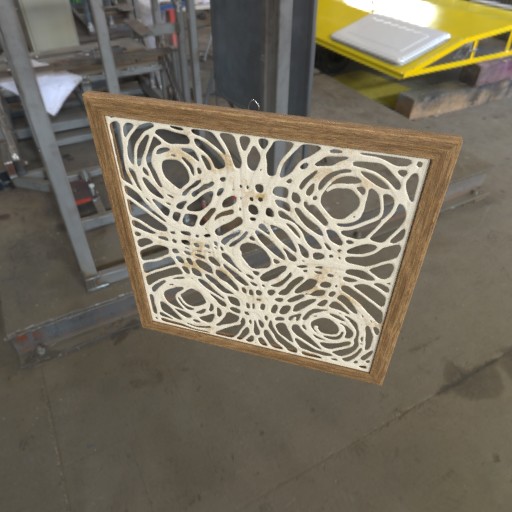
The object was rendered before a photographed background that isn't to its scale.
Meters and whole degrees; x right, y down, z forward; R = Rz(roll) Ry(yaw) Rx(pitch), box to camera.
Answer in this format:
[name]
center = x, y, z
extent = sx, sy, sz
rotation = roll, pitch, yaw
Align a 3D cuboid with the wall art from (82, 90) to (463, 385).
[wall art]
center = 0.000, 0.000, 0.817
extent = 0.561, 0.576, 0.021
rotation = 11, 42, 12
